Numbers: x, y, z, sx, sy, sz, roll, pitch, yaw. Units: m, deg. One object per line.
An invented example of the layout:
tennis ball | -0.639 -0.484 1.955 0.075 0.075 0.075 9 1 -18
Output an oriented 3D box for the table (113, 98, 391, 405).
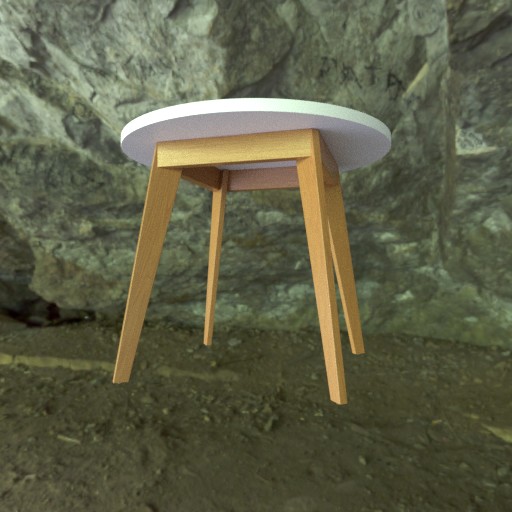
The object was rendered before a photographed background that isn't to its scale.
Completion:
table | 0.000 0.000 1.530 0.896 0.762 0.896 0 -1 0
